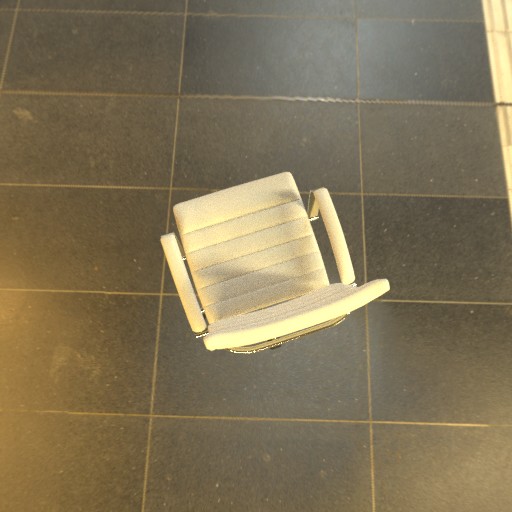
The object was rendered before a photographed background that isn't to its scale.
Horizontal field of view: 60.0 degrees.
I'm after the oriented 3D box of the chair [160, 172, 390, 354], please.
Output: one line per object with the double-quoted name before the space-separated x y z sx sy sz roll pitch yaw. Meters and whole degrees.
"chair" 0.000 0.000 1.595 0.679 1.149 0.679 -17 75 -5
